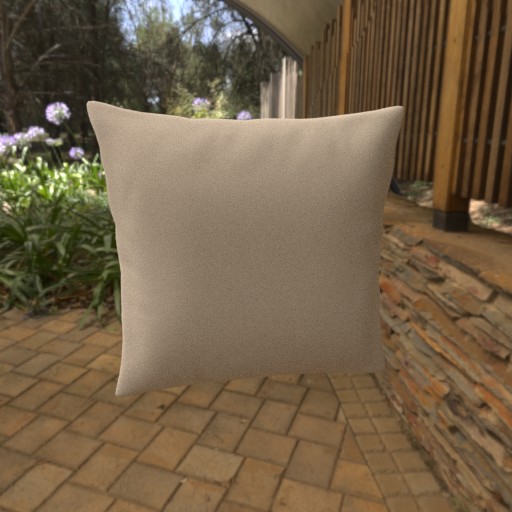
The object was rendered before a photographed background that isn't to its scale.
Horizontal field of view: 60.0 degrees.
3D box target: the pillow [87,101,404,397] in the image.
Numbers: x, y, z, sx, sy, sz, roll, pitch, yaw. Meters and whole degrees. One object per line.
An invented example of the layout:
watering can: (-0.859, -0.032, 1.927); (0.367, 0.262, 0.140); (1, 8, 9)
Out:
pillow: (0.000, 0.000, 0.782); (0.523, 0.510, 0.166); (-2, 14, -9)
